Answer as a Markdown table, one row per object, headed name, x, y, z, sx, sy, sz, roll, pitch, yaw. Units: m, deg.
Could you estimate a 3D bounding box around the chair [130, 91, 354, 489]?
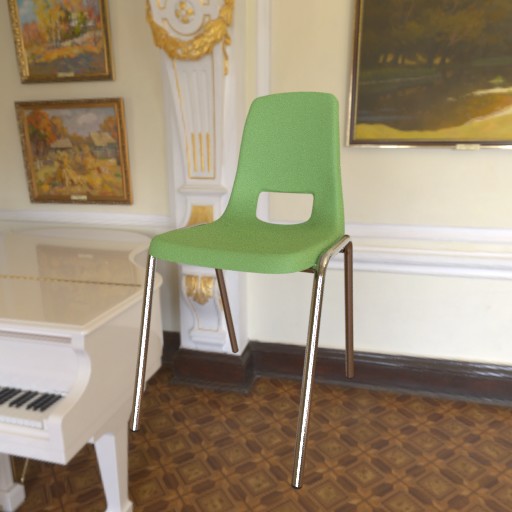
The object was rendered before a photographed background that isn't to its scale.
| name | x | y | z | sx | sy | sz | roll | pitch | yaw |
| --- | --- | --- | --- | --- | --- | --- | --- | --- | --- |
| chair | 0.000 | 0.000 | 0.949 | 0.381 | 0.704 | 0.436 | 7 | 15 | 25 |
